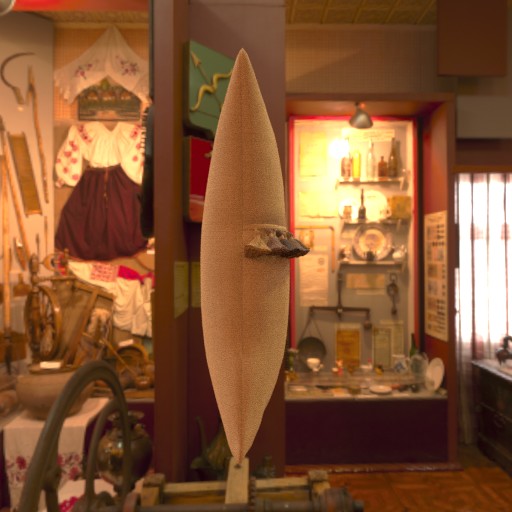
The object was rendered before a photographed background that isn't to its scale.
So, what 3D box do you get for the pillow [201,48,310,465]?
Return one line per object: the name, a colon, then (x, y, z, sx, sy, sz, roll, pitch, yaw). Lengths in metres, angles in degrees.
pillow: (0.000, 0.000, 0.747, 0.165, 0.481, 0.489, 0, 0, 0)
